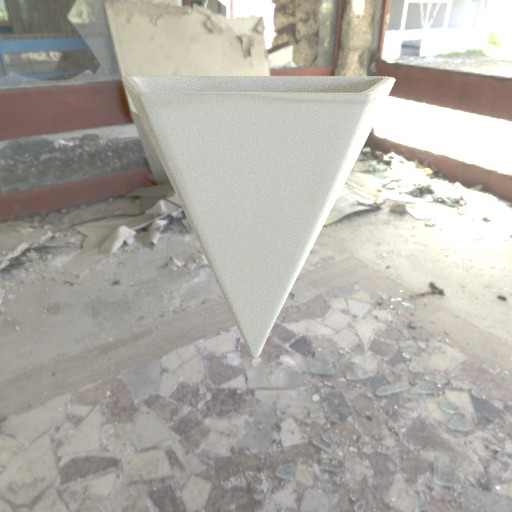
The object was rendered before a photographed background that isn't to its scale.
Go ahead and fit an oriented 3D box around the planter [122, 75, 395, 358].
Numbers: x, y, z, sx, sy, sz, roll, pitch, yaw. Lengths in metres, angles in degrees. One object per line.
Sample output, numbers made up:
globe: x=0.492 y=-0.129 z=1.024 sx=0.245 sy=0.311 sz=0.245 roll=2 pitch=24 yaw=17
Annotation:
planter: x=0.000 y=0.000 z=0.270 sx=0.150 sy=0.197 sz=0.060 roll=1 pitch=29 yaw=2
